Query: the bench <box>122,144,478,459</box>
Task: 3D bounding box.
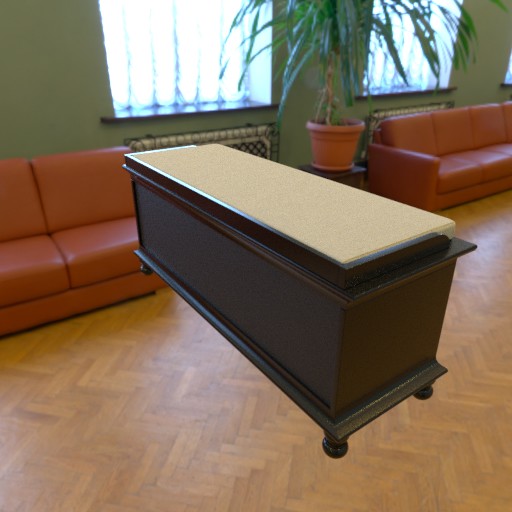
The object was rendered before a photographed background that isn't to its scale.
[{"bbox_3d":[0.000,0.000,1.429,0.402,0.501,1.185,-17,30,-31],"label":"bench"}]
